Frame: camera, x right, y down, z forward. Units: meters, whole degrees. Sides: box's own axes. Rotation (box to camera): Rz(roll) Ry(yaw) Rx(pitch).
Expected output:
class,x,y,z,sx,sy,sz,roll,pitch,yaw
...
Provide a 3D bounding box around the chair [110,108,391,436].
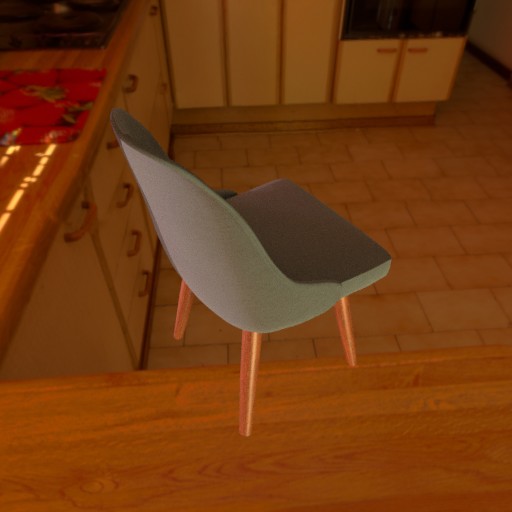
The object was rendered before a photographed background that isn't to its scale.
class,x,y,z,sx,sy,sz,roll,pitch,yaw
chair,0.000,0.000,1.209,0.589,0.882,0.503,-25,48,-25
